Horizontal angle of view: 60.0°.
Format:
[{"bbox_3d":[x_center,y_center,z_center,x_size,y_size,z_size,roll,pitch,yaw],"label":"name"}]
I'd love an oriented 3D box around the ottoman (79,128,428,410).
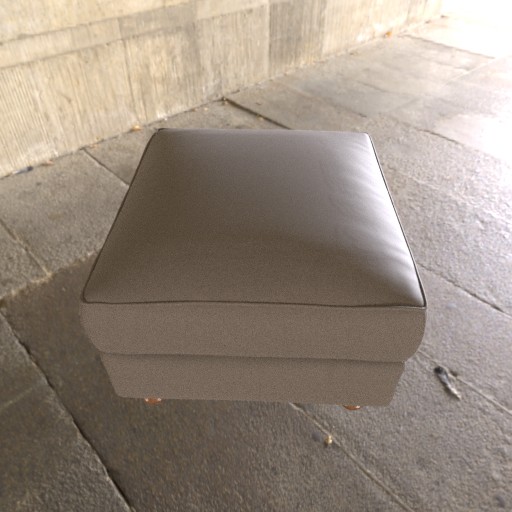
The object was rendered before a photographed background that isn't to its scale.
[{"bbox_3d":[0.000,0.000,1.152,0.662,0.505,0.721,1,41,1],"label":"ottoman"}]
